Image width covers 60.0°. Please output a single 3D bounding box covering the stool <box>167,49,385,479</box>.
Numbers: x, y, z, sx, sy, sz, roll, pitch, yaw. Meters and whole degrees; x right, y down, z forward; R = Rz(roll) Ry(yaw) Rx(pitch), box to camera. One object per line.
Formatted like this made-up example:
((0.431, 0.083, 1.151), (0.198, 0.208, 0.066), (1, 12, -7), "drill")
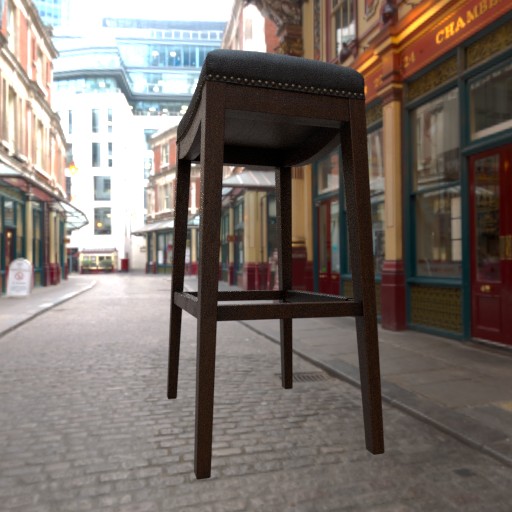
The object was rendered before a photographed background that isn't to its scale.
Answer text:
((0.000, 0.000, 1.041), (0.361, 0.765, 0.500), (0, -2, -17), "stool")
